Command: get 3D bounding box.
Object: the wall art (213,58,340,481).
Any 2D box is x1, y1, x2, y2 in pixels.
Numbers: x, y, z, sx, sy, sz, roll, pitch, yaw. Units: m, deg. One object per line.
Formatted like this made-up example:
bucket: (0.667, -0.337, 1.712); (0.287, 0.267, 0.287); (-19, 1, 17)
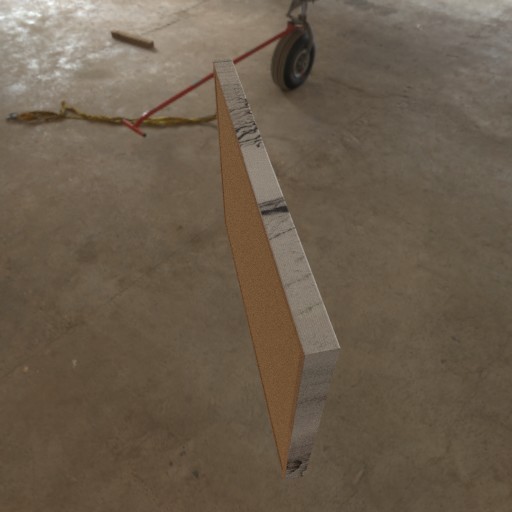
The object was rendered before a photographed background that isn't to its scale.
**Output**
wall art: (0.000, 0.000, 0.762); (0.035, 0.407, 0.613); (-9, 49, -8)
